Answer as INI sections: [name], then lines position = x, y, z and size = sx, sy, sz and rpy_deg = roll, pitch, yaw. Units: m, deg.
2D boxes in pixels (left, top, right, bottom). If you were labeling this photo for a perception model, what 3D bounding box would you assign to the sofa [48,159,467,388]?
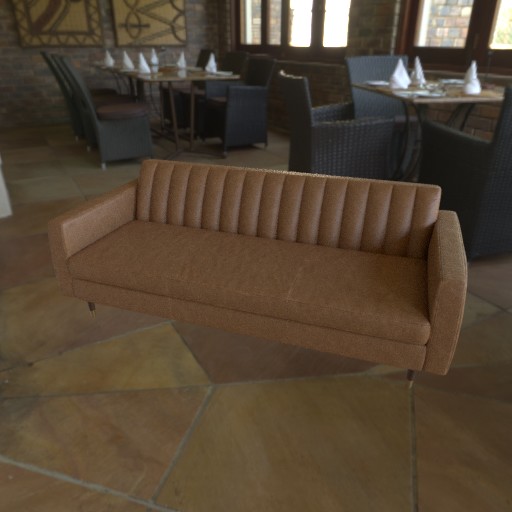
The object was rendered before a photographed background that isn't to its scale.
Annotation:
[sofa]
position = 0.000, 0.000, 2.691
size = 2.291, 0.821, 0.990
rpy_deg = 9, 27, 17
